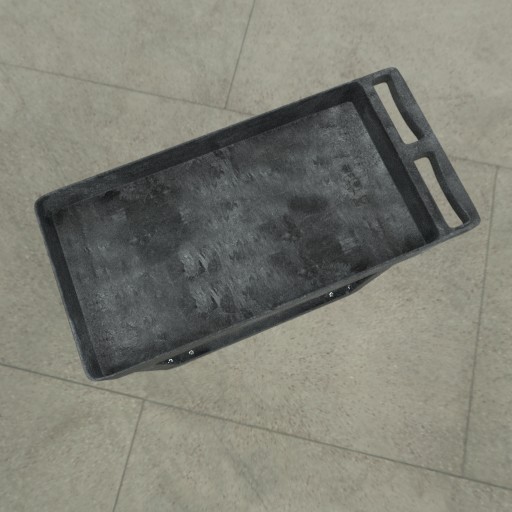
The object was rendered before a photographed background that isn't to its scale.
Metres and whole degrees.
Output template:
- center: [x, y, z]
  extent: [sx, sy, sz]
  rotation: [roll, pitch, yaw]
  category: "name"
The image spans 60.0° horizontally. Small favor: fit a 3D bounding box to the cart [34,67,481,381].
- center: [0.000, 0.000, 1.343]
  extent: [0.877, 0.824, 0.420]
  rotation: [-22, 77, -5]
  category: "cart"
